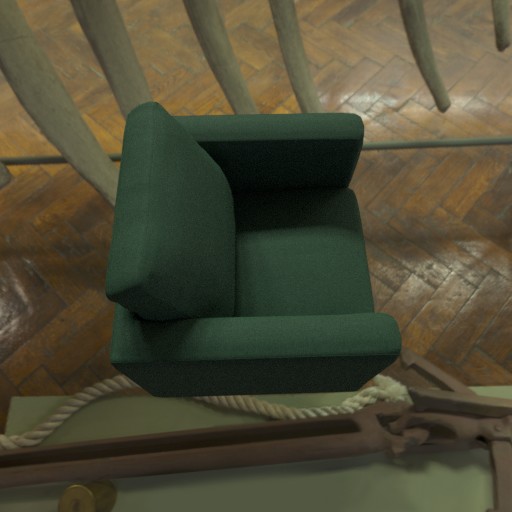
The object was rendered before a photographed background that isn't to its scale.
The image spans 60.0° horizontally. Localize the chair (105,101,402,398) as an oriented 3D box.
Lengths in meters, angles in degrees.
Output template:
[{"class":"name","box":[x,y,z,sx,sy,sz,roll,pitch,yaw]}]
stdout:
[{"class":"chair","box":[0.000,0.000,1.540,0.800,0.927,0.855,-2,65,-1]}]
